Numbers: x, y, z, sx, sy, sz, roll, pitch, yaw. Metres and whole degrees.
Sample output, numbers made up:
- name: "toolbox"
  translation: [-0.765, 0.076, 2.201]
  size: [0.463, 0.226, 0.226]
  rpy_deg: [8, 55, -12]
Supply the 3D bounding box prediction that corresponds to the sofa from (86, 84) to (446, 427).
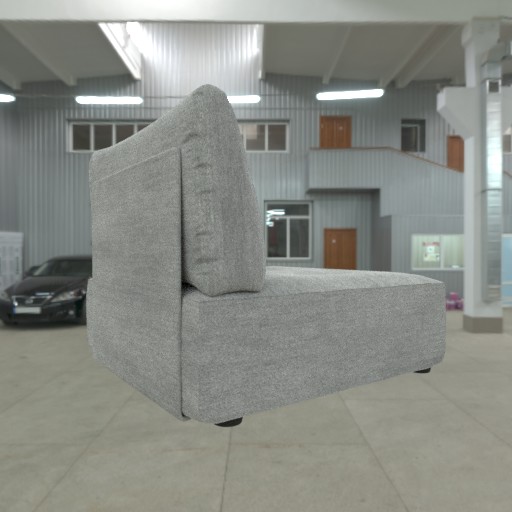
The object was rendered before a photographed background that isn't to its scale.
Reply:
- name: "sofa"
  translation: [0.000, 0.000, 1.658]
  size: [1.000, 0.820, 0.930]
  rpy_deg: [-1, 1, -36]
